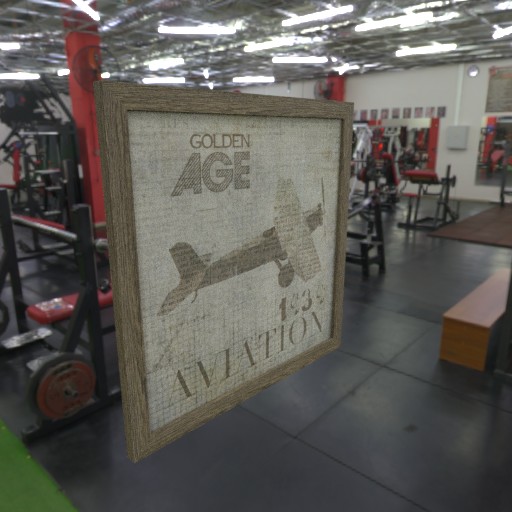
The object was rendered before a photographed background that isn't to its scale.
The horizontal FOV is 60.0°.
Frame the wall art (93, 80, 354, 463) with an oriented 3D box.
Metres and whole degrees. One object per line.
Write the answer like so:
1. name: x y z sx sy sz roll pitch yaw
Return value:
1. wall art: 0.000 0.000 0.741 0.019 0.508 0.508 15 21 43
